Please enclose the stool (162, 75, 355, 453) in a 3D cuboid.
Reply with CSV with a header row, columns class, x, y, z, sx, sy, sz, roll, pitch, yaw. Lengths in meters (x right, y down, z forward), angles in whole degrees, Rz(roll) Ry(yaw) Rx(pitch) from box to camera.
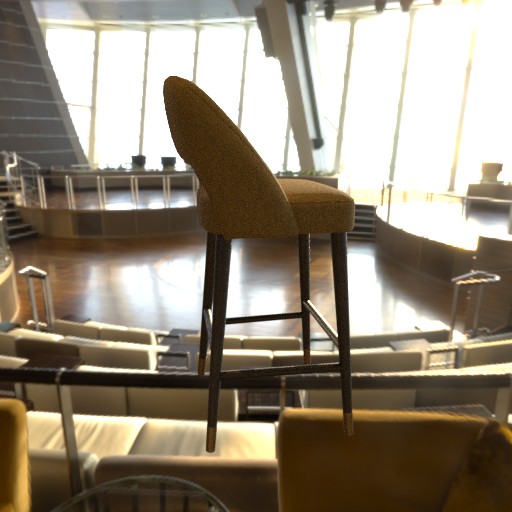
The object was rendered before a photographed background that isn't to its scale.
class,x,y,z,sx,sy,sz,roll,pitch,yaw
stool,0.000,0.000,1.385,0.522,1.032,0.536,-3,15,-10
